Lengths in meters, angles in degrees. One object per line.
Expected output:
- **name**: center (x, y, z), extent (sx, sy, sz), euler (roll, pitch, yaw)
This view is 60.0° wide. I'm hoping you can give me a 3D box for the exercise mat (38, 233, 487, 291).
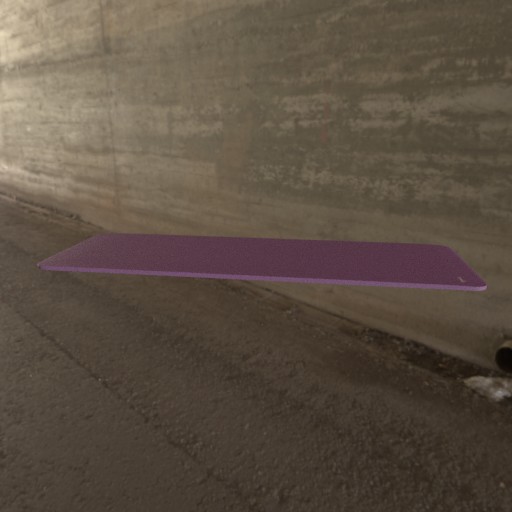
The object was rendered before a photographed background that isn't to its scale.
- **exercise mat**: center (0.000, 0.000, 2.065), extent (1.869, 0.021, 0.616), euler (2, 16, 8)
